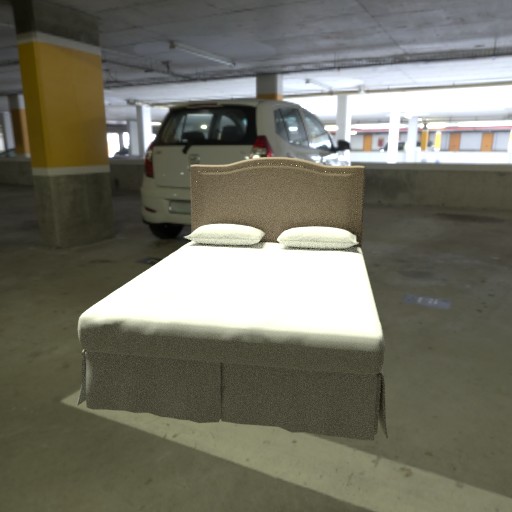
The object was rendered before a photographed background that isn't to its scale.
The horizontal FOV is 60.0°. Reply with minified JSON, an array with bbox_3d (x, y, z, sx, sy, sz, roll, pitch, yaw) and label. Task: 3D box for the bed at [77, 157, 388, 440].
[{"bbox_3d":[0.000,0.000,3.405,1.821,1.436,2.282,2,14,10],"label":"bed"}]
